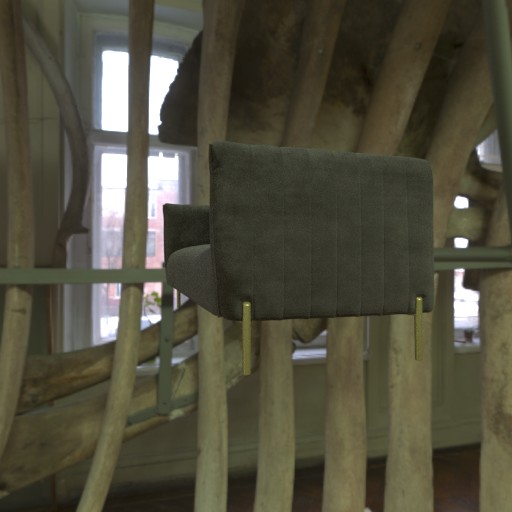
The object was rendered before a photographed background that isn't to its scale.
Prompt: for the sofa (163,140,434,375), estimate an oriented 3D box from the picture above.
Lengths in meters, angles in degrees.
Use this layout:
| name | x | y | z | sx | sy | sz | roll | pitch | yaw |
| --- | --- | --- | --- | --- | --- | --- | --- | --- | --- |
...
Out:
| name | x | y | z | sx | sy | sz | roll | pitch | yaw |
| --- | --- | --- | --- | --- | --- | --- | --- | --- | --- |
| sofa | 0.000 | 0.000 | 2.478 | 0.876 | 0.780 | 1.980 | 0 | 0 | -16 |
